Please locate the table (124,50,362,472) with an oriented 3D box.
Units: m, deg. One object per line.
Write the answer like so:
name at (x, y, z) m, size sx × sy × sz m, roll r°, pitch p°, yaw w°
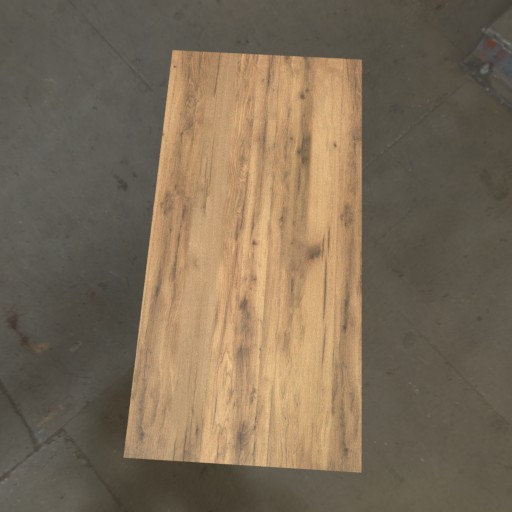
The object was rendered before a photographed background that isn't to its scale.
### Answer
table at (0.000, 0.000, 2.473) m, size 1.000 × 0.770 × 2.000 m, roll 3°, pitch 76°, yaw 1°
